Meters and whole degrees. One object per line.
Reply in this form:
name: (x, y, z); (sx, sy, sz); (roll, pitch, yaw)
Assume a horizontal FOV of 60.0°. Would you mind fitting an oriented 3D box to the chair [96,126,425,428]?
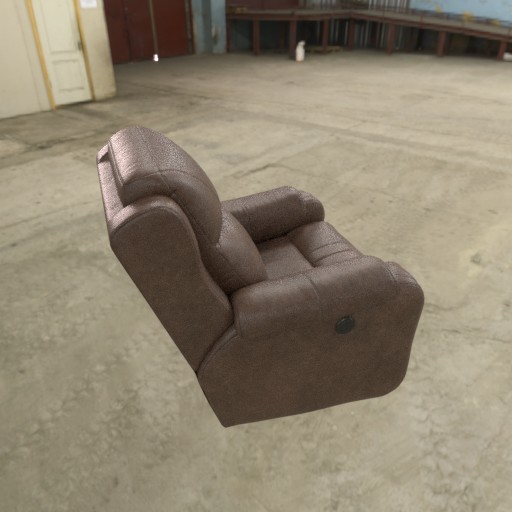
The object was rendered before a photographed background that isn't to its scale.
chair: (0.000, 0.000, 1.764); (1.067, 0.990, 0.940); (-10, 32, -17)
